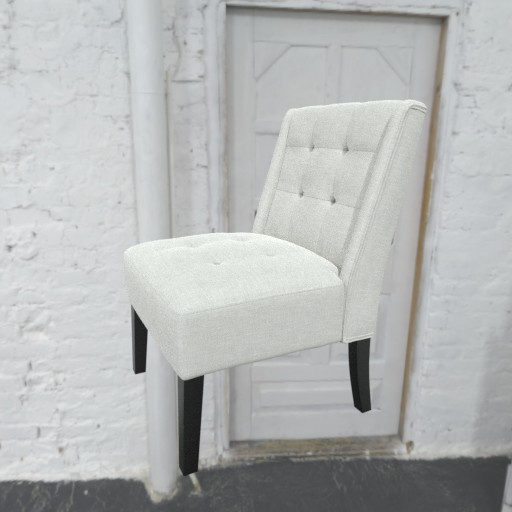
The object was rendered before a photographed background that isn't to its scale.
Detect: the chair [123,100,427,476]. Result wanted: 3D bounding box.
[{"bbox_3d":[0.000,0.000,1.286,0.676,0.853,0.569,-8,18,-26],"label":"chair"}]
